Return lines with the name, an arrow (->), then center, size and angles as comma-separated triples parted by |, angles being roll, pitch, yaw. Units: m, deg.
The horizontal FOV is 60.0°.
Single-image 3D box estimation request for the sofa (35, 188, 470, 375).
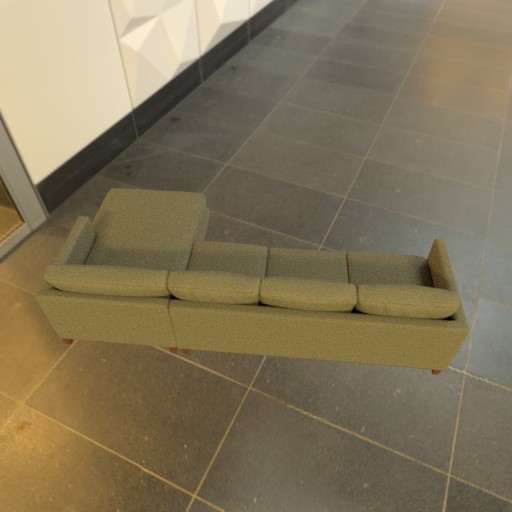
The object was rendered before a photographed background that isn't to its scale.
sofa -> 0.000, 0.000, 3.920 | 3.186, 0.861, 1.625 | 4, 47, 4
